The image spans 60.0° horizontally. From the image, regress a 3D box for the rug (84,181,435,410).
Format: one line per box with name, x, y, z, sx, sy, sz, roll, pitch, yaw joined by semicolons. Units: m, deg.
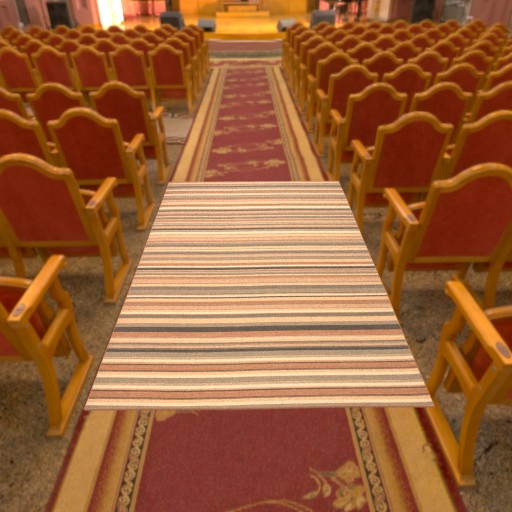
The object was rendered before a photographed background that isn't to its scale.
rug;0.000;0.000;2.944;1.523;0.014;2.438;0;33;-1
